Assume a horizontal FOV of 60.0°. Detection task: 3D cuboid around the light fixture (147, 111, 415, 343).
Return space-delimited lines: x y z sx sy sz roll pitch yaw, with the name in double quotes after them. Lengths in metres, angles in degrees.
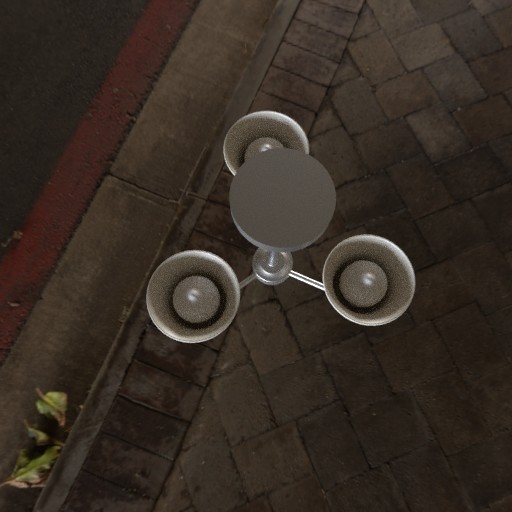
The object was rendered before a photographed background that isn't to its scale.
0.000 0.000 0.672 0.354 0.370 0.388 -34 78 -8 "light fixture"
